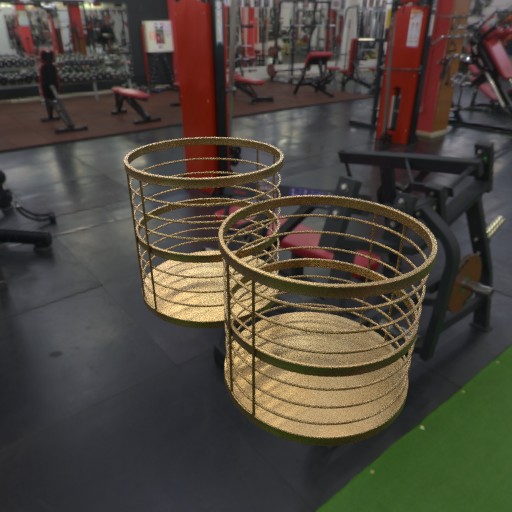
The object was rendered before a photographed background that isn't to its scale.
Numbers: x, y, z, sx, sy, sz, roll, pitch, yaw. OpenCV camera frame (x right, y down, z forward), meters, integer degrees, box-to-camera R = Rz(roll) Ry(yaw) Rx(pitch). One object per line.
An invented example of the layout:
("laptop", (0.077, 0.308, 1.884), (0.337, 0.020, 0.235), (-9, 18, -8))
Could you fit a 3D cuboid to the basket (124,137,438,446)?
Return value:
("basket", (0.000, 0.000, 0.940), (0.356, 0.351, 0.746), (-19, 33, -31))
